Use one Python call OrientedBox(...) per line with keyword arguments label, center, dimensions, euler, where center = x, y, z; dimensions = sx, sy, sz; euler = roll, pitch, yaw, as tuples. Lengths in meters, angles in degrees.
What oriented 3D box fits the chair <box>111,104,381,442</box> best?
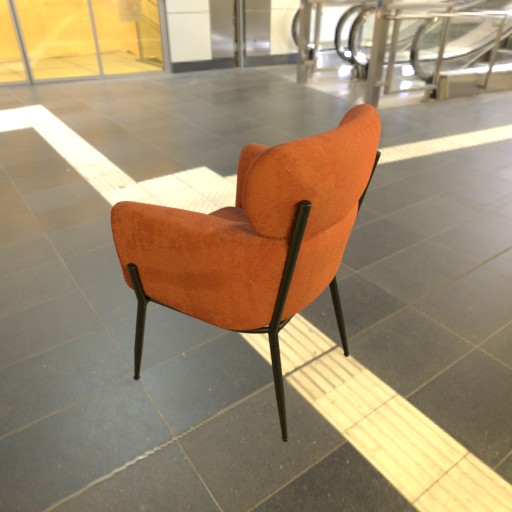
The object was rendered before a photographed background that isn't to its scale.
OrientedBox(label="chair", center=(0.000, 0.000, 1.168), dimensions=(0.523, 0.772, 0.561), euler=(20, 38, 29))
